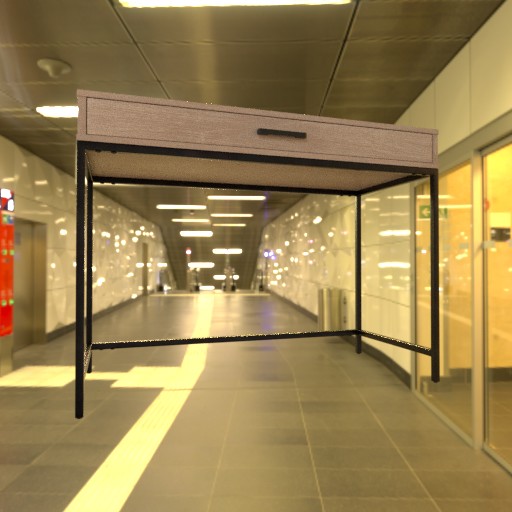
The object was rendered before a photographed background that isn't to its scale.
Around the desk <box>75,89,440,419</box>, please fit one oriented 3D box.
[{"bbox_3d":[0.000,0.000,1.388,1.016,0.762,0.470,0,-1,-18],"label":"desk"}]
